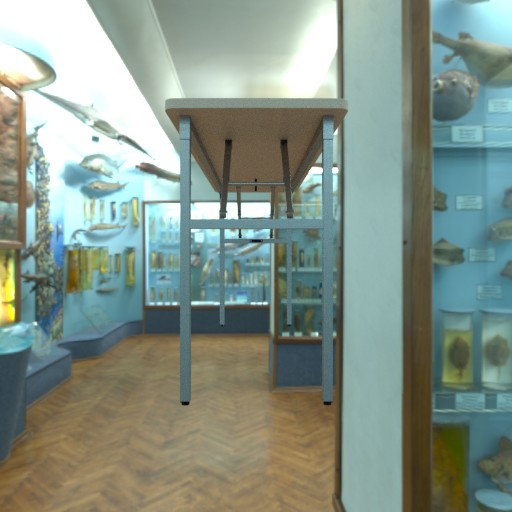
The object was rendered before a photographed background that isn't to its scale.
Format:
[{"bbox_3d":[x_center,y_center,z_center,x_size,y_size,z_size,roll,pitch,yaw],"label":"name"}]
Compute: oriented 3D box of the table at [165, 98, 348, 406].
[{"bbox_3d":[0.000,0.000,1.750,0.446,0.750,1.397,0,0,0],"label":"table"}]
